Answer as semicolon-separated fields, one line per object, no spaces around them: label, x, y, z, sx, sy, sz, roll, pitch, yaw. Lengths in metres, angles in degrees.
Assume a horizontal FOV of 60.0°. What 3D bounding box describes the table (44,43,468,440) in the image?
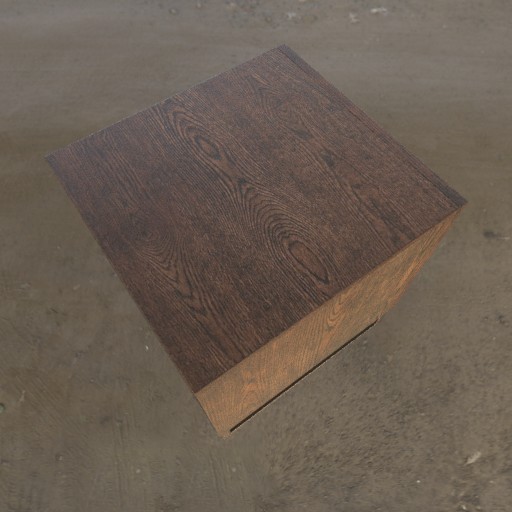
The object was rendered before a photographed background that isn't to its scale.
table;0.000;0.000;1.022;0.566;0.582;0.506;-32;66;-16
